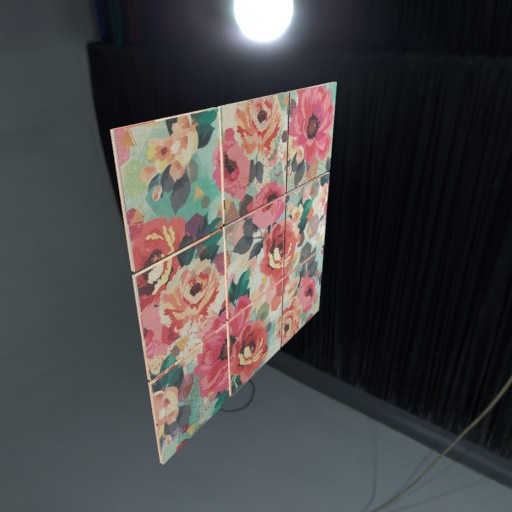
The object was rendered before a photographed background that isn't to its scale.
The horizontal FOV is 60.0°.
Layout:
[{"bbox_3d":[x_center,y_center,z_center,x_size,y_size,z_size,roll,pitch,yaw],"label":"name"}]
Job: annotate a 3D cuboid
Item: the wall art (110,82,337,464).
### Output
[{"bbox_3d":[0.000,0.000,1.348,0.012,0.910,0.911,18,33,31],"label":"wall art"}]
